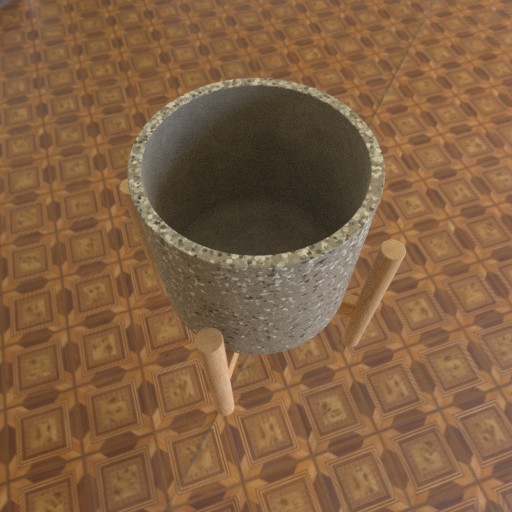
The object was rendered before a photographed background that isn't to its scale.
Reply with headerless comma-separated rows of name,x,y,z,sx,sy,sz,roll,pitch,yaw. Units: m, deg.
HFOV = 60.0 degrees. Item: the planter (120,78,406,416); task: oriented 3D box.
planter,0.000,0.000,0.522,0.284,0.320,0.284,35,64,20
